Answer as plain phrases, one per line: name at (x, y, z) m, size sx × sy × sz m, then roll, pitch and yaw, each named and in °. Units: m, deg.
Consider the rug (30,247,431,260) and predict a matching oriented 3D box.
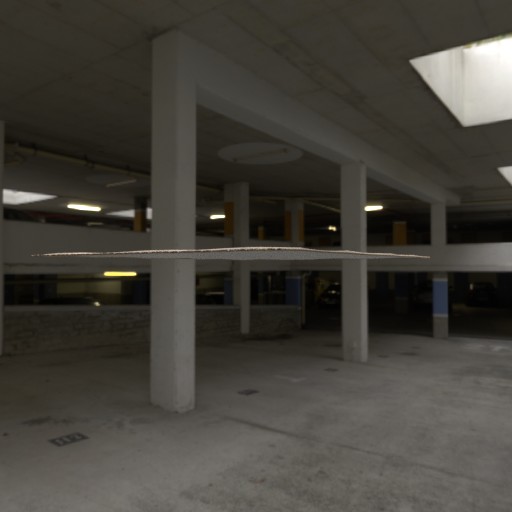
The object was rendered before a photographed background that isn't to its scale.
rug at (0.000, 0.000, 4.170) m, size 2.426 × 0.034 × 3.061 m, roll -1°, pitch -2°, yaw 36°
